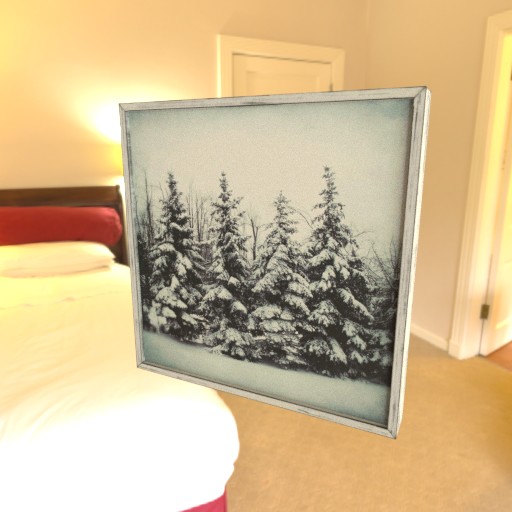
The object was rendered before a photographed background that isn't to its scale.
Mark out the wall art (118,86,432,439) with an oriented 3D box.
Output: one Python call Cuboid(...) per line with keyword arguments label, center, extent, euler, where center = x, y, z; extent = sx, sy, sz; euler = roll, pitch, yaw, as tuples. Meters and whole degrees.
Cuboid(label="wall art", center=(0.000, 0.000, 0.449), extent=(0.303, 0.303, 0.036), euler=(7, 15, 26))
